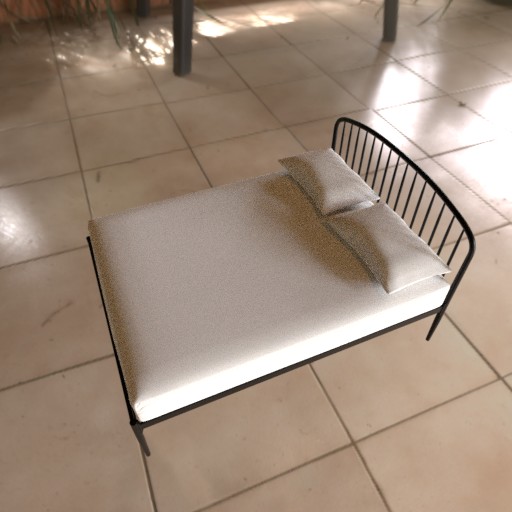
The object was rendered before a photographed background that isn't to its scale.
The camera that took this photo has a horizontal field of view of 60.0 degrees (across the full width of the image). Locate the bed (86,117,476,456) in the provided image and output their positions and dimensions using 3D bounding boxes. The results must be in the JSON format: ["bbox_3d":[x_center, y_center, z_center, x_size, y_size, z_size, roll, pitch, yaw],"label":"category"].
[{"bbox_3d":[0.000,0.000,3.107,2.159,1.166,1.618,-17,48,-16],"label":"bed"}]
